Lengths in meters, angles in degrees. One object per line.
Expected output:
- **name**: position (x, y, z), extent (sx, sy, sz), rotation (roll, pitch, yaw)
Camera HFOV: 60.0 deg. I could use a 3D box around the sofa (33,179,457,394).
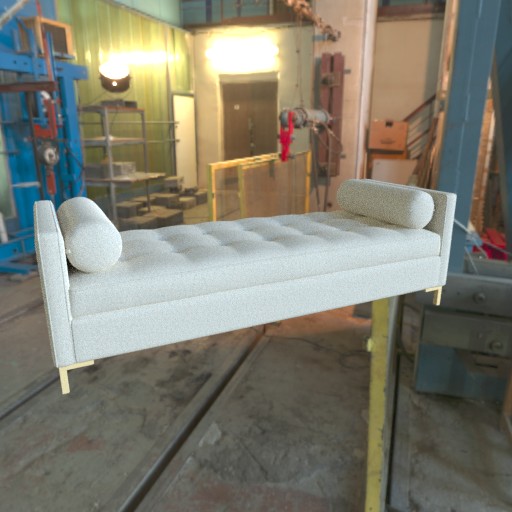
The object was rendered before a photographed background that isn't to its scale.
- **sofa**: position (0.000, 0.000, 2.273), extent (1.985, 0.641, 0.746), rotation (-8, 18, -25)
